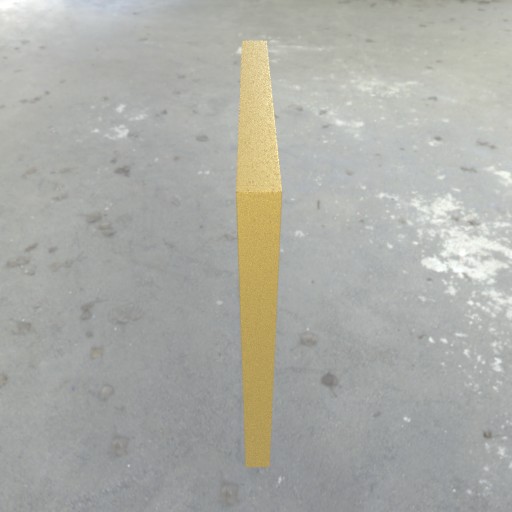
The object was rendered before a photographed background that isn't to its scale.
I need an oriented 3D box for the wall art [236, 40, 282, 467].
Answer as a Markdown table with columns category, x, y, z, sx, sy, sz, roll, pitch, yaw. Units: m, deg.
| category | x | y | z | sx | sy | sz | roll | pitch | yaw |
| --- | --- | --- | --- | --- | --- | --- | --- | --- | --- |
| wall art | 0.000 | 0.000 | 0.869 | 0.048 | 0.642 | 0.537 | 0 | 41 | -1 |
